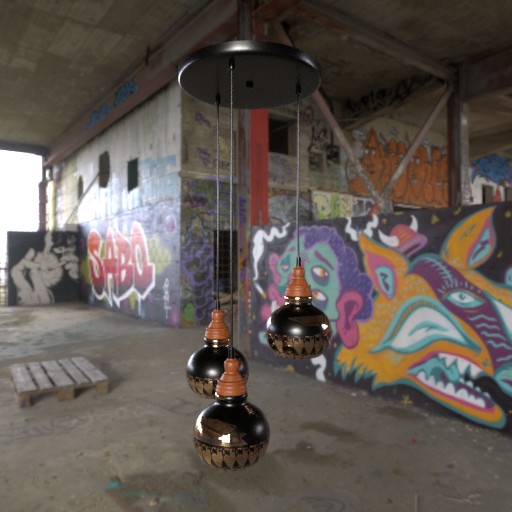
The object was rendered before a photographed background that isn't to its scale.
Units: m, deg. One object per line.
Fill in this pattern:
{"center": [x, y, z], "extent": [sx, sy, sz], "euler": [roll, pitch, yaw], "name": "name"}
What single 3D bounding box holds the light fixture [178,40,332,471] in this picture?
{"center": [0.000, 0.000, 1.736], "extent": [0.605, 1.410, 0.608], "euler": [0, -1, -17], "name": "light fixture"}
